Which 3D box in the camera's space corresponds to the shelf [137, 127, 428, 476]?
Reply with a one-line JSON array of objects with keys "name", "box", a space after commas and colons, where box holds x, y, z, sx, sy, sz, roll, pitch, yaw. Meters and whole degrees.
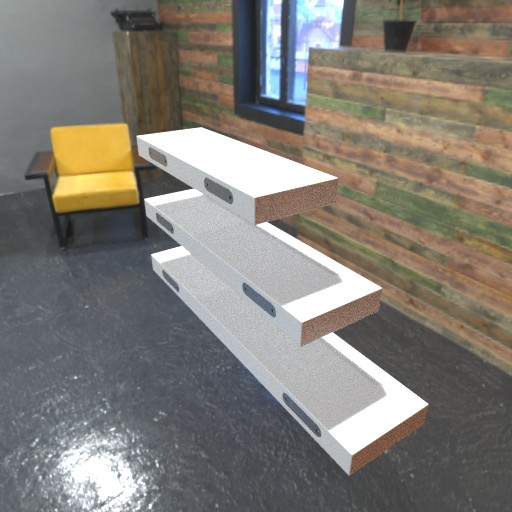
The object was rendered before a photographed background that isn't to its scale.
[{"name": "shelf", "box": [0.000, 0.000, 0.723, 0.140, 0.293, 0.610, -17, 32, -30]}]
